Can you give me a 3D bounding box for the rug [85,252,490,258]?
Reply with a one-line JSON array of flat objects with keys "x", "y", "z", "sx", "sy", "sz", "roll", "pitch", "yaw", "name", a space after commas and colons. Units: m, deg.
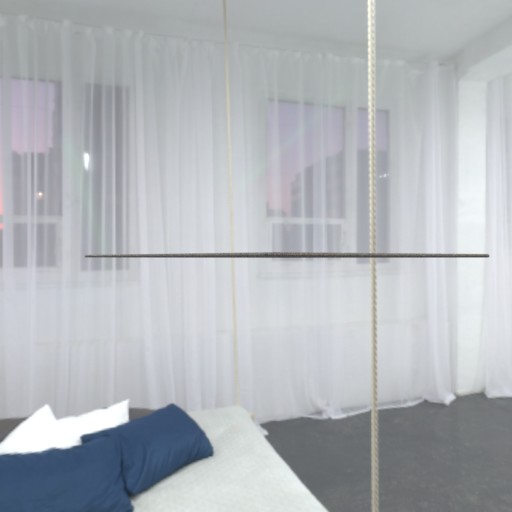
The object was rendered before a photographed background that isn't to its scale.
[{"x": 0.000, "y": 0.000, "z": 2.325, "sx": 1.219, "sy": 0.016, "sz": 1.829, "roll": 0, "pitch": 0, "yaw": -37, "name": "rug"}]
